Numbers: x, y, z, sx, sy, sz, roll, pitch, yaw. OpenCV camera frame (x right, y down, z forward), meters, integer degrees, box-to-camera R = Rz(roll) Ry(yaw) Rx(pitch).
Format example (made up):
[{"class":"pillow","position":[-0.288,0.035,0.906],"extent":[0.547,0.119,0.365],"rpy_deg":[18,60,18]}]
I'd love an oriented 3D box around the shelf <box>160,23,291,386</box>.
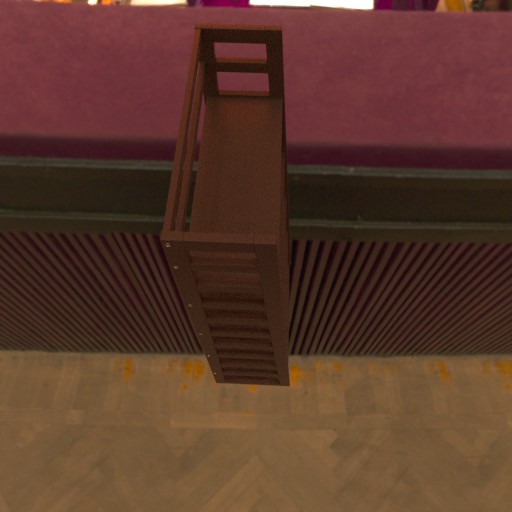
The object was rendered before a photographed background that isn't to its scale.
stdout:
[{"class":"shelf","position":[0.000,0.000,1.884],"extent":[0.403,1.600,0.763],"rpy_deg":[2,63,1]}]
